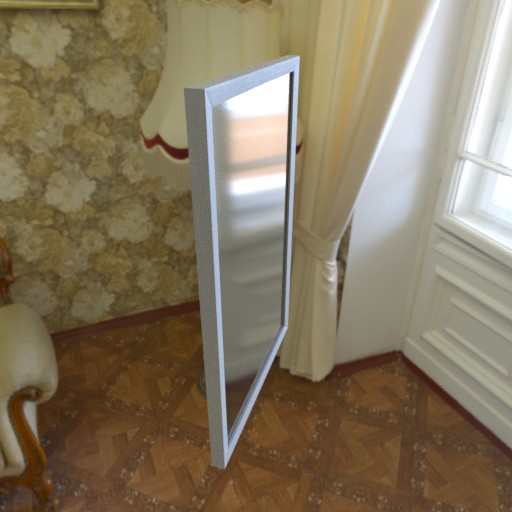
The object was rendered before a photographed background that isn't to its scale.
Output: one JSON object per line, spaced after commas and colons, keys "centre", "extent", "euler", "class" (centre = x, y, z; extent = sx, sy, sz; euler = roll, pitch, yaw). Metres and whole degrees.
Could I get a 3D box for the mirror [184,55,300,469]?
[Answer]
{"centre": [0.000, 0.000, 1.162], "extent": [0.040, 0.915, 0.609], "euler": [9, 30, 16], "class": "mirror"}
